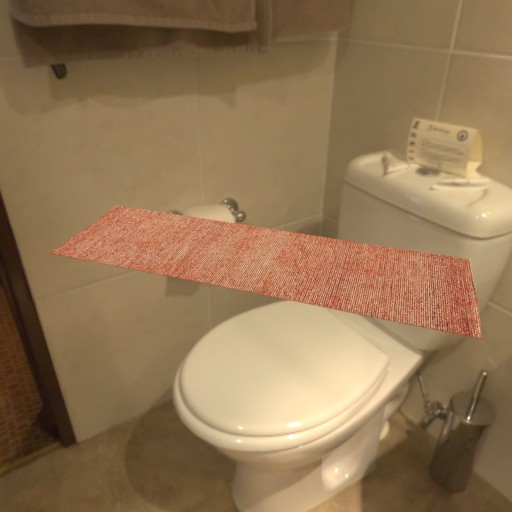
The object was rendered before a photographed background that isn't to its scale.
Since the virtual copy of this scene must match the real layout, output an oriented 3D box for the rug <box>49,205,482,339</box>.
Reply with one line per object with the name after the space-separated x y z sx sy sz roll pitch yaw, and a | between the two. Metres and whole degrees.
0.000 0.000 2.565 2.353 0.013 0.718 10 32 16 | rug
